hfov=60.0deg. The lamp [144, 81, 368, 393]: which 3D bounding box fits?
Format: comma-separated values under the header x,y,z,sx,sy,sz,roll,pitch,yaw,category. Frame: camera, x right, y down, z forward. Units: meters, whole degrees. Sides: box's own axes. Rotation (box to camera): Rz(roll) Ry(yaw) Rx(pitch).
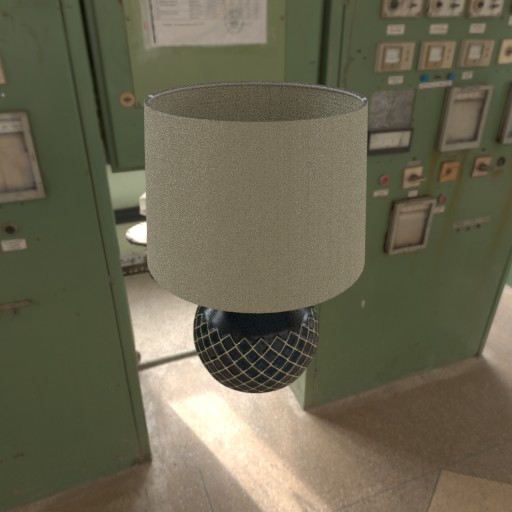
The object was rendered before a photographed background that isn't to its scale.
x,y,z,sx,sy,sz,roll,pitch,yaw,category
0.000,0.000,0.789,0.376,0.540,0.376,0,29,0,lamp
